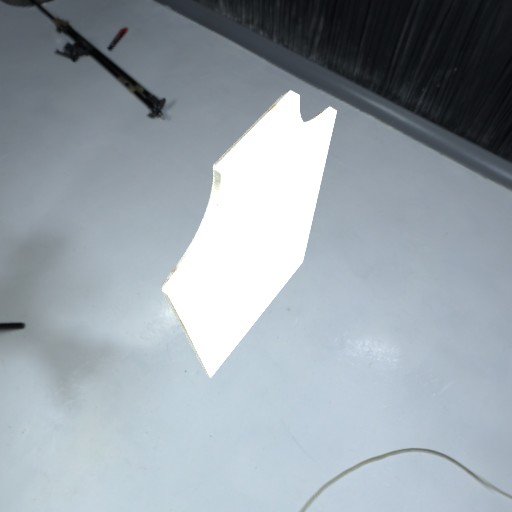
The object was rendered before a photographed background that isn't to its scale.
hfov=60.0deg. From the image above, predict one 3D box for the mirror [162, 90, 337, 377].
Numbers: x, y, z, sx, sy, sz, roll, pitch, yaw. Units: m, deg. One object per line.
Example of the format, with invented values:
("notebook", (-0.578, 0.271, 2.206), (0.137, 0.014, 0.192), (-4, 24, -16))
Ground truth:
("mirror", (0.000, 0.000, 0.858), (0.022, 0.717, 0.403), (35, 69, 15))
